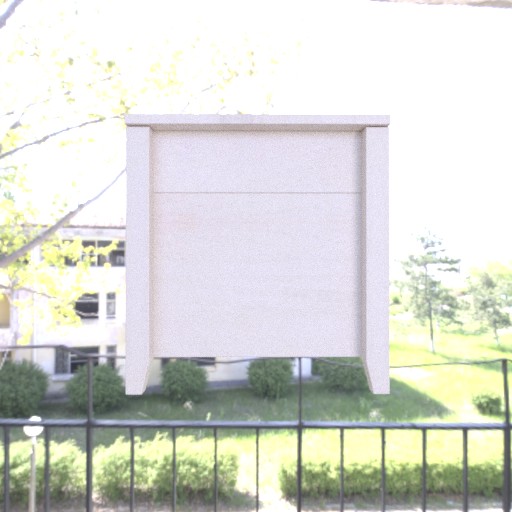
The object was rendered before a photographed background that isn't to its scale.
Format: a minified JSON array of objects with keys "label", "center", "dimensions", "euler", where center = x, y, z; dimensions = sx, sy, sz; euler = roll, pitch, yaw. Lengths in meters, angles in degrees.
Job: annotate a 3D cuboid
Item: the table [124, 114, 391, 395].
[{"label":"table","center":[0.000,0.000,1.265],"dimensions":[0.457,0.483,1.016],"euler":[0,0,0]}]
